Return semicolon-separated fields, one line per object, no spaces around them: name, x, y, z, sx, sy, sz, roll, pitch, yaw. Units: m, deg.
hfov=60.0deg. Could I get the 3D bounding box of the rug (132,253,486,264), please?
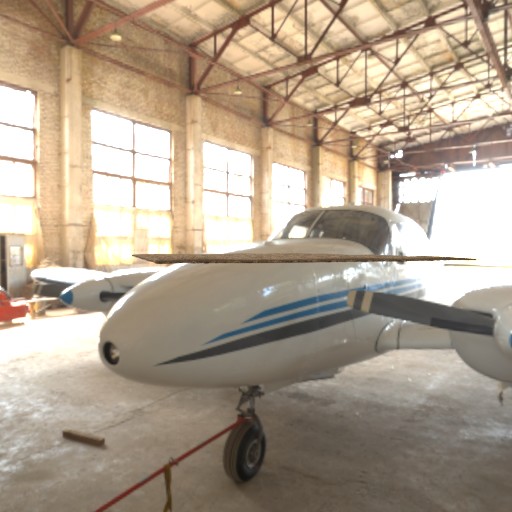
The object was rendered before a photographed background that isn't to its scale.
rug;0.000;0.000;2.978;1.529;0.027;2.434;0;1;-18
